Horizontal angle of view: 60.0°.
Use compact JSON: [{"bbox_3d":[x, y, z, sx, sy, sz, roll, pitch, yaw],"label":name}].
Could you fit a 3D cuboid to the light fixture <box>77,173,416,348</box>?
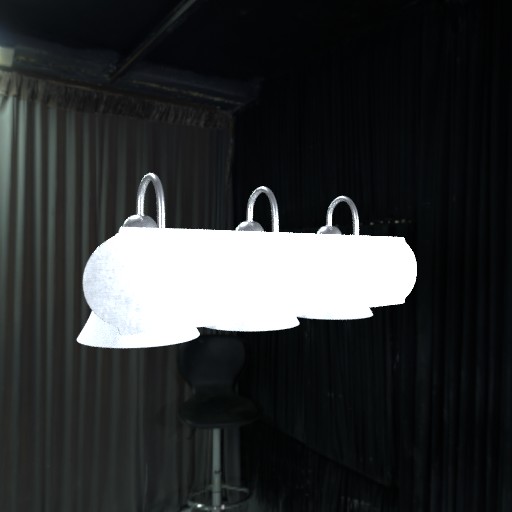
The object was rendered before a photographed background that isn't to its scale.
[{"bbox_3d":[0.000,0.000,0.725,0.610,0.222,0.199,0,0,-38],"label":"light fixture"}]
